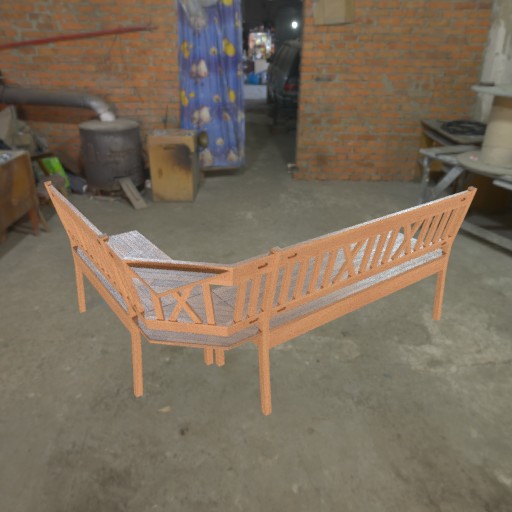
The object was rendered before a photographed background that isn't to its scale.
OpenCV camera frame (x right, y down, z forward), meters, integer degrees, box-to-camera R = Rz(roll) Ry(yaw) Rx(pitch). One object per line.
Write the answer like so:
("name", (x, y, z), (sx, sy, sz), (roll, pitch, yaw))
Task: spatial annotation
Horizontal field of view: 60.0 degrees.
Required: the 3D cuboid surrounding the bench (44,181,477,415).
("bench", (0.000, 0.000, 2.721), (1.937, 0.902, 1.537), (-17, 31, -32))
